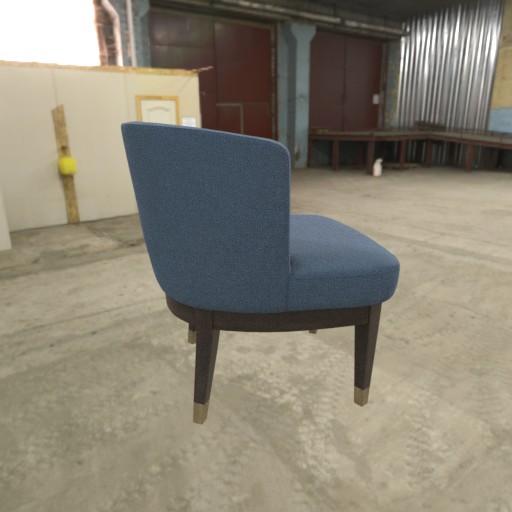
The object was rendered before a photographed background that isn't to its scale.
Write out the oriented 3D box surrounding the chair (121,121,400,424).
[{"bbox_3d":[0.000,0.000,1.307,0.702,0.760,0.661,-3,17,-10],"label":"chair"}]
